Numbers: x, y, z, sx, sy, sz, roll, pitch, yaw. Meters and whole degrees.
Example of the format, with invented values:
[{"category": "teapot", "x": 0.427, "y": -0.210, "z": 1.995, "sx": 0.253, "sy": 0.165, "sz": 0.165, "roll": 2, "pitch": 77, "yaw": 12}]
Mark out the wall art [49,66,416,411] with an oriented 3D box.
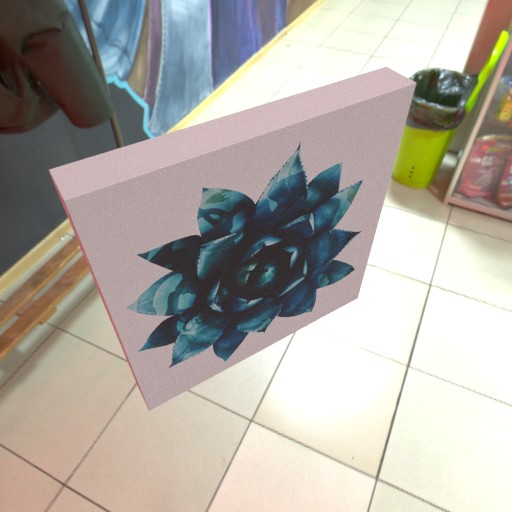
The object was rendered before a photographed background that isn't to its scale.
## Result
[{"category": "wall art", "x": 0.000, "y": 0.000, "z": 0.453, "sx": 0.305, "sy": 0.305, "sz": 0.038, "roll": -24, "pitch": 51, "yaw": -21}]
